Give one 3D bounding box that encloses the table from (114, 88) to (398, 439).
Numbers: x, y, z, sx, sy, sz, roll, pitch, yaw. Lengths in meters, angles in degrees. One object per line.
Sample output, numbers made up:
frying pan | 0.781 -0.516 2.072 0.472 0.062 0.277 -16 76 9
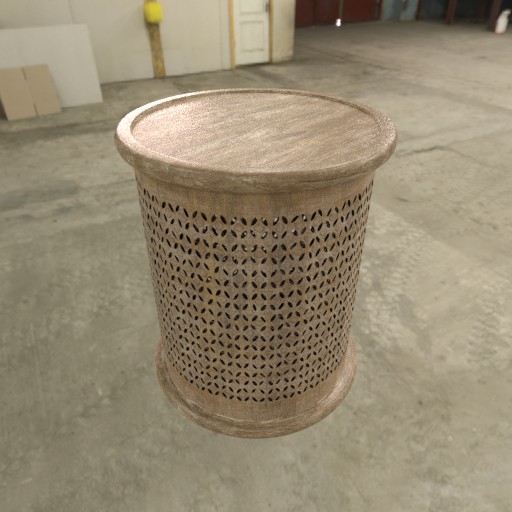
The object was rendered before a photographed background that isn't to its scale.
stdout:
table | 0.000 0.000 0.785 0.407 0.482 0.407 0 34 0
